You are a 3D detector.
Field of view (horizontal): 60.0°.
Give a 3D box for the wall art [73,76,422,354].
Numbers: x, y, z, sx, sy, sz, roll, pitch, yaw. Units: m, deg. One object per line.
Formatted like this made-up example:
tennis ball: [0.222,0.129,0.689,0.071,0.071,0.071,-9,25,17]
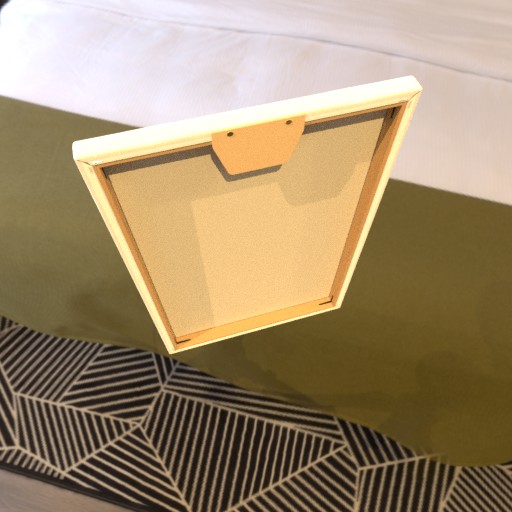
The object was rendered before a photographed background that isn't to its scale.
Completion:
wall art: [0.000,0.000,1.125,0.602,0.902,0.048,-14,59,-8]
